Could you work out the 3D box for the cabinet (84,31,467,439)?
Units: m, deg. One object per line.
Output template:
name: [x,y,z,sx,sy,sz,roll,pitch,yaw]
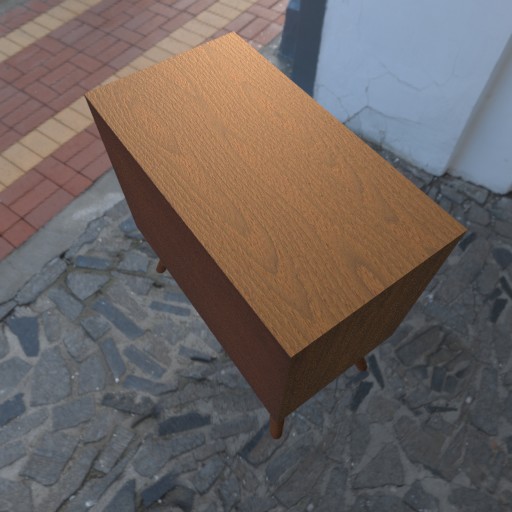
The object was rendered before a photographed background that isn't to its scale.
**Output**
cabinet: [0.000,0.000,1.166,0.388,0.748,0.712,-32,64,-18]
